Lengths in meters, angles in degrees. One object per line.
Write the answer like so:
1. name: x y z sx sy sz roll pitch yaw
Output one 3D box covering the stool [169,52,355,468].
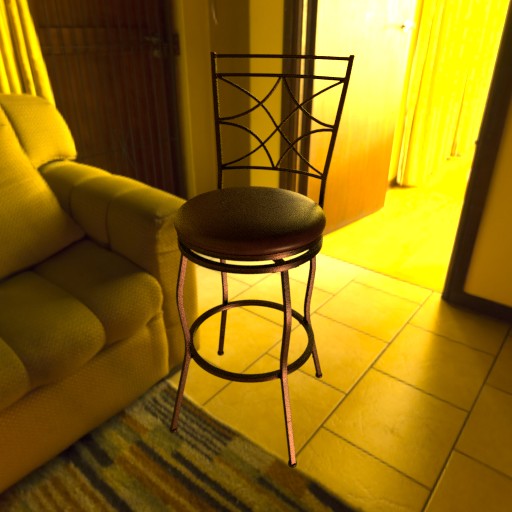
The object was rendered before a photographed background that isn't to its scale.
1. stool: 0.000 0.000 1.366 0.434 1.117 0.534 9 29 16
